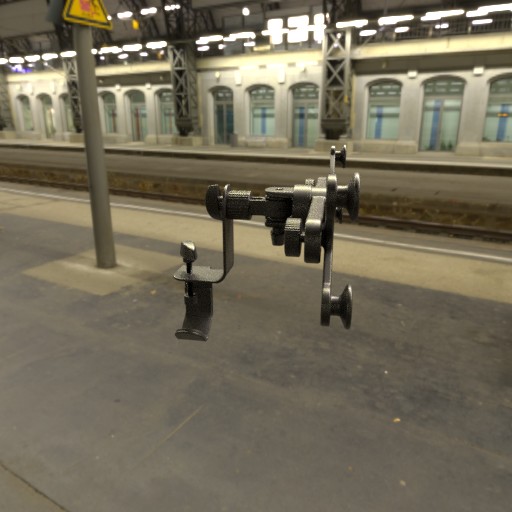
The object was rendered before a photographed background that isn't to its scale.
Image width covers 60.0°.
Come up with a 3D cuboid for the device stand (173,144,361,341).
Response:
[{"bbox_3d":[0.000,0.000,0.363,0.142,0.166,0.270,3,17,9],"label":"device stand"}]
